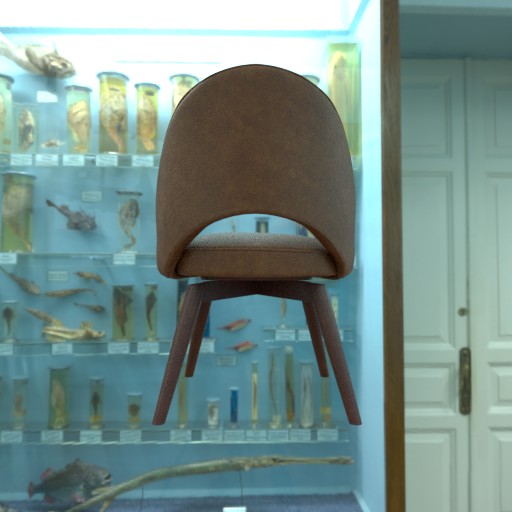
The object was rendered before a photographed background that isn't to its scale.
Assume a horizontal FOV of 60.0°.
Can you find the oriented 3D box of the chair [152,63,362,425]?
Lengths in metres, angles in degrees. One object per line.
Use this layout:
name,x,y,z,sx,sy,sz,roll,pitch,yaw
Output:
chair,0.000,0.000,1.223,0.591,0.777,0.640,0,-2,0
